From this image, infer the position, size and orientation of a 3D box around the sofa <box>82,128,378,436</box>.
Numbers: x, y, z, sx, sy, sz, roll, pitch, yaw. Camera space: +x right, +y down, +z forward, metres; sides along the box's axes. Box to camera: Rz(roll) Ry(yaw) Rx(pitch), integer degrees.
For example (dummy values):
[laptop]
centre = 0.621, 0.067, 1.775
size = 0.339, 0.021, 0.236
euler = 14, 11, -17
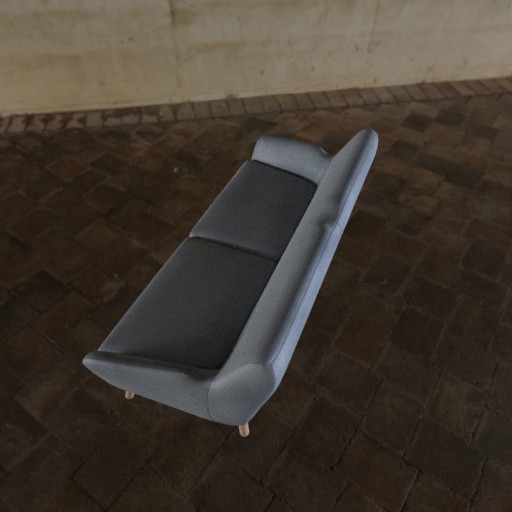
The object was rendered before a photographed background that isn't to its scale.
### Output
[sofa]
centre = 0.000, 0.000, 2.345
size = 0.850, 0.810, 1.870
euler = 16, 47, 16
